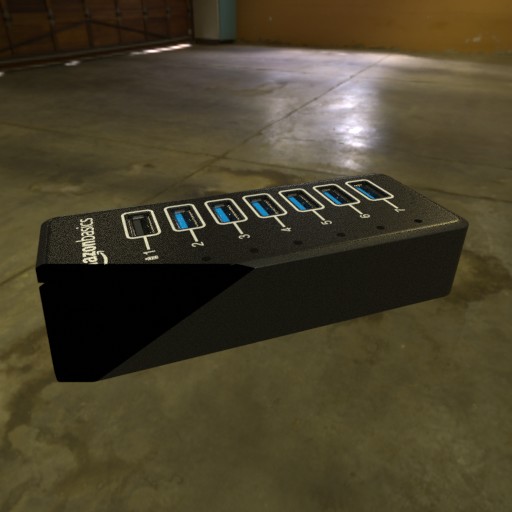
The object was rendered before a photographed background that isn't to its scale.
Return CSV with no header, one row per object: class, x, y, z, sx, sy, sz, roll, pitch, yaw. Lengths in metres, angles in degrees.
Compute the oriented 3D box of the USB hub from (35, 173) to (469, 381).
USB hub,0.000,0.000,0.126,0.110,0.023,0.044,-10,32,-17
